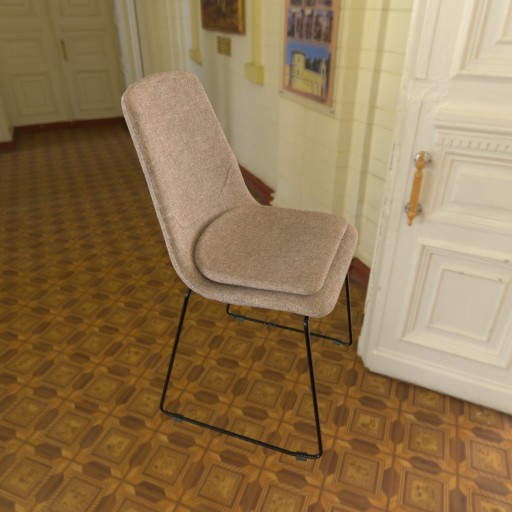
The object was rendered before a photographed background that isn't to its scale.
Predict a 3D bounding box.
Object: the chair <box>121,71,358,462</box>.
[{"bbox_3d":[0.000,0.000,1.151,0.518,0.858,0.479,11,33,17],"label":"chair"}]
